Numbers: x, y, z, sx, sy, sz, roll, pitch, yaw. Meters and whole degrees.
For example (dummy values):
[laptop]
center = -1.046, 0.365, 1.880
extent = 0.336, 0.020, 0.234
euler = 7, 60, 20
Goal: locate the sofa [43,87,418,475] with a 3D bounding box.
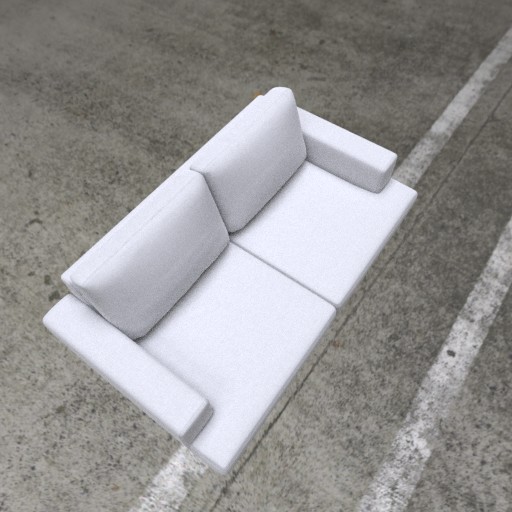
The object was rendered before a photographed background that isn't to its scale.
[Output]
[sofa]
center = 0.000, 0.000, 2.086
extent = 0.920, 0.810, 1.650
euler = 32, 63, 18
